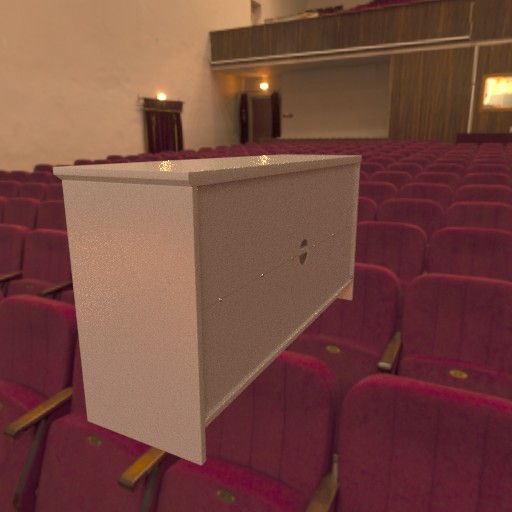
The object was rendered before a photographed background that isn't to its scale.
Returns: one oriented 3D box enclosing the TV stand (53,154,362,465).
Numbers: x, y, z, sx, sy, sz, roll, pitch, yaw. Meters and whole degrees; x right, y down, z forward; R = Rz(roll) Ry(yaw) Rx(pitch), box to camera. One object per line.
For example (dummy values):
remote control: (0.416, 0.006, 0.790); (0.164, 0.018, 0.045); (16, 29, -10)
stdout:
TV stand: (0.000, 0.000, 1.417); (0.344, 0.603, 1.167); (7, 16, 27)
